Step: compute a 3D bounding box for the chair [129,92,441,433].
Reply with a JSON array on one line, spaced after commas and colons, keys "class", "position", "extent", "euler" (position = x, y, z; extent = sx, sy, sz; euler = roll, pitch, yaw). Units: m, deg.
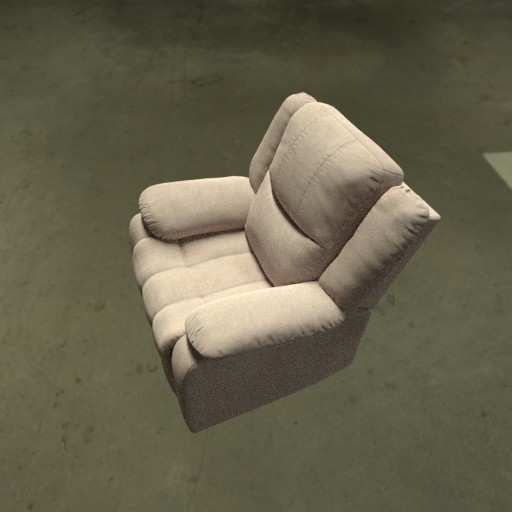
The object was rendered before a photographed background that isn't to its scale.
[{"class": "chair", "position": [0.000, 0.000, 1.780], "extent": [0.944, 1.008, 0.899], "euler": [-17, 48, -16]}]
